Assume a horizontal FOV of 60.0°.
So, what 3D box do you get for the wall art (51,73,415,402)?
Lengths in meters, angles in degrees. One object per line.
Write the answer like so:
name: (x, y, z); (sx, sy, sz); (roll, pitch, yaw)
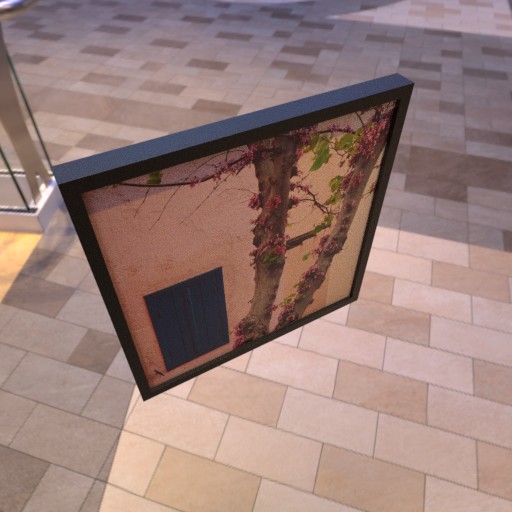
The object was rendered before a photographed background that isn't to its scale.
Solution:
wall art: (0.000, 0.000, 0.755); (0.508, 0.508, 0.038); (-22, 50, -20)
